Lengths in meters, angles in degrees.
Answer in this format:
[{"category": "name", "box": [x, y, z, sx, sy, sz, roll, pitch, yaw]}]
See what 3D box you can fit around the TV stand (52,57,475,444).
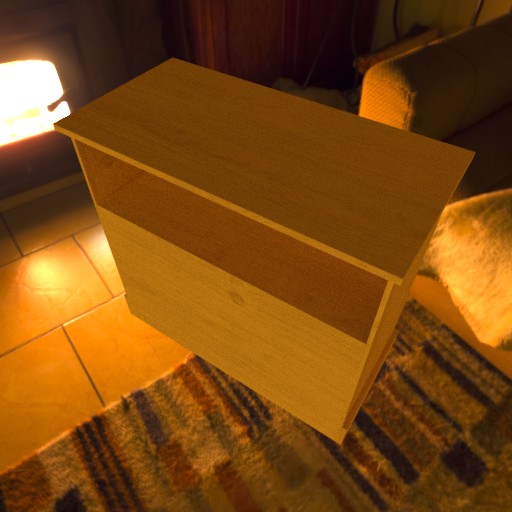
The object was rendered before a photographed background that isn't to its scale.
[{"category": "TV stand", "box": [0.000, 0.000, 1.280, 0.851, 0.787, 0.430, 26, 52, 22]}]
